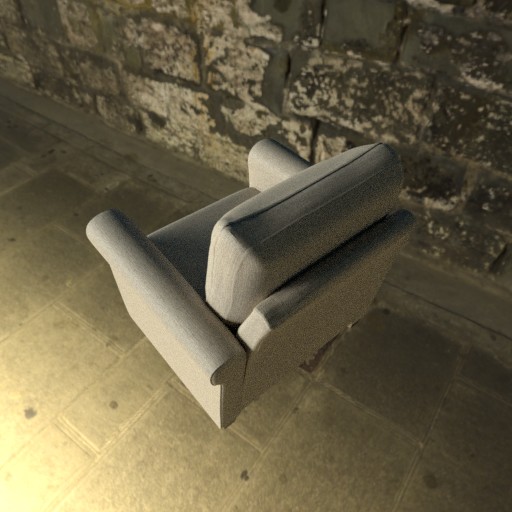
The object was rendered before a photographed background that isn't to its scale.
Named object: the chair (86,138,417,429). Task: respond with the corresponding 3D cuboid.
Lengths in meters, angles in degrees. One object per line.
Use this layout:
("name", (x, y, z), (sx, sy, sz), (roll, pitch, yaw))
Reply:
("chair", (0.000, 0.000, 2.307), (1.275, 1.349, 1.180), (-31, 53, -27))
